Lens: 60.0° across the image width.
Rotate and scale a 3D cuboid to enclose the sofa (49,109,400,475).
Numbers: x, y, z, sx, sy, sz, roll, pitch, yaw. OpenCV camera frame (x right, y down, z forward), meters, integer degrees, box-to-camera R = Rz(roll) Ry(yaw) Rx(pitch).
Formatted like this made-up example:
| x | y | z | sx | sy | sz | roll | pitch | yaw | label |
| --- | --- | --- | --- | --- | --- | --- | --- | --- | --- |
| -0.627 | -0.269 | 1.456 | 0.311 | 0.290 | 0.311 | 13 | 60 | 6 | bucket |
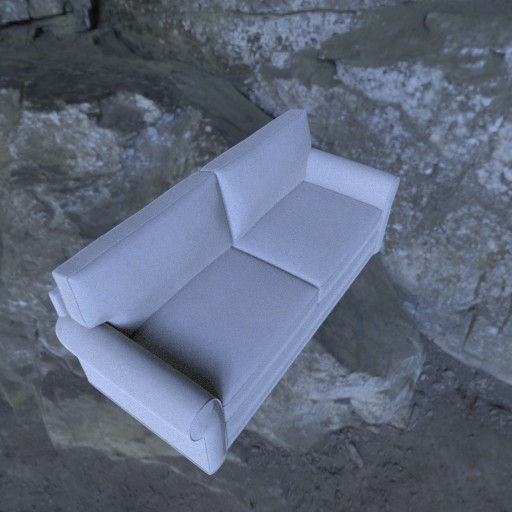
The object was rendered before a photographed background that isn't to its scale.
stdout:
| x | y | z | sx | sy | sz | roll | pitch | yaw | label |
| --- | --- | --- | --- | --- | --- | --- | --- | --- | --- |
| 0.000 | 0.000 | 2.591 | 0.901 | 0.962 | 2.146 | 25 | 48 | 25 | sofa |
